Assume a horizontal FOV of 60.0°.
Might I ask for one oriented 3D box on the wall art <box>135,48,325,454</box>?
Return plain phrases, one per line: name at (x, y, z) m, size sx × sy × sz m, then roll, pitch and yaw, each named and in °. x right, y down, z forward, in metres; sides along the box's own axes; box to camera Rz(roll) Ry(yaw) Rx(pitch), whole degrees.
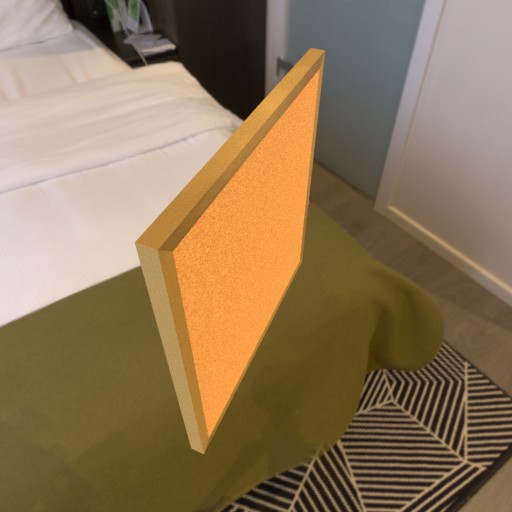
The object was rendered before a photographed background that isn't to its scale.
wall art at (0.000, 0.000, 1.137) m, size 0.038 × 0.762 × 0.762 m, roll 18°, pitch 49°, yaw 16°
